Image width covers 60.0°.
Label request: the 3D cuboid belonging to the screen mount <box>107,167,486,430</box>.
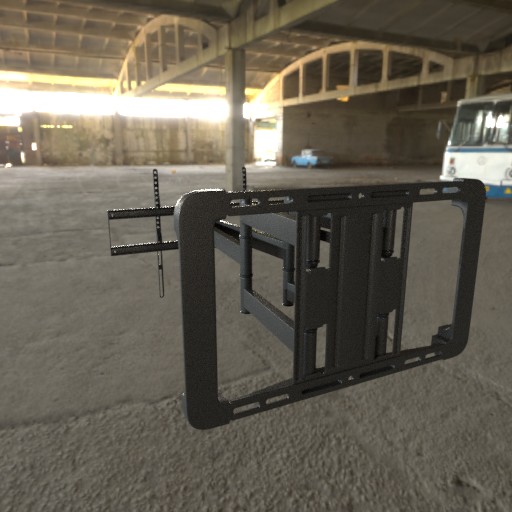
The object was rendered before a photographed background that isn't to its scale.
[{"bbox_3d":[0.000,0.000,1.296,0.725,0.483,0.905,-7,15,-26],"label":"screen mount"}]
